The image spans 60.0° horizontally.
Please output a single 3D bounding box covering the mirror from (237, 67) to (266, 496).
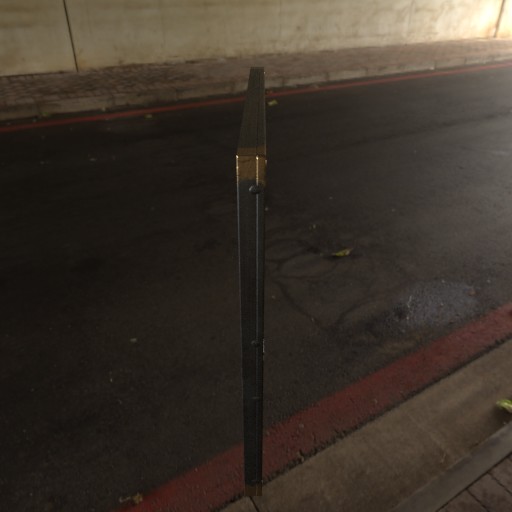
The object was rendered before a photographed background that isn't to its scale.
[{"bbox_3d":[0.000,0.000,0.547,0.020,0.381,0.382,0,31,1],"label":"mirror"}]
